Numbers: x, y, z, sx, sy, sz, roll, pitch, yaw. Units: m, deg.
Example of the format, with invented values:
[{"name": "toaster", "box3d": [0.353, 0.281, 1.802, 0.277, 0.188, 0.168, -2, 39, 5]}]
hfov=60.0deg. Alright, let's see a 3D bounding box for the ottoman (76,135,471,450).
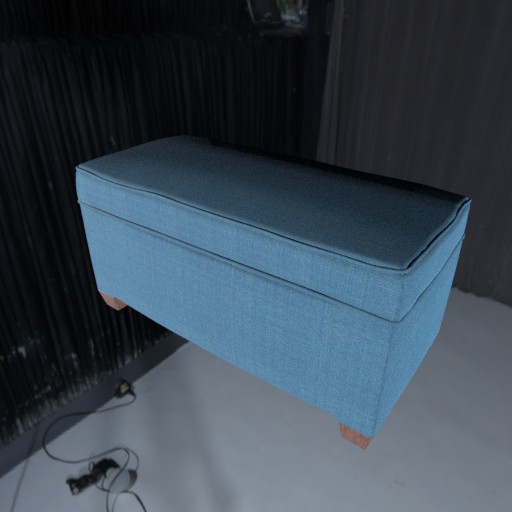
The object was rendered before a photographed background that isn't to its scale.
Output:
[{"name": "ottoman", "box3d": [0.000, 0.000, 1.207, 0.943, 0.474, 0.474, 20, 35, 32]}]
